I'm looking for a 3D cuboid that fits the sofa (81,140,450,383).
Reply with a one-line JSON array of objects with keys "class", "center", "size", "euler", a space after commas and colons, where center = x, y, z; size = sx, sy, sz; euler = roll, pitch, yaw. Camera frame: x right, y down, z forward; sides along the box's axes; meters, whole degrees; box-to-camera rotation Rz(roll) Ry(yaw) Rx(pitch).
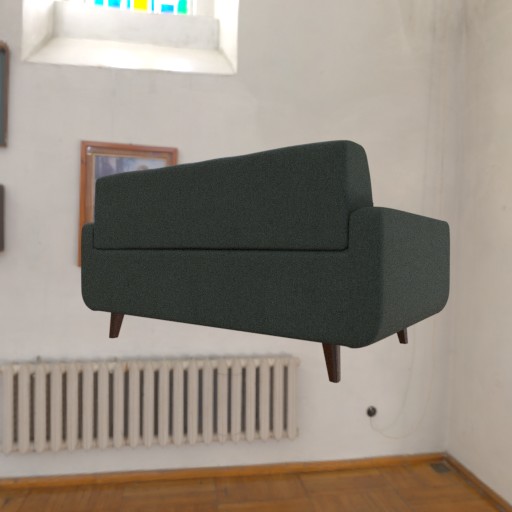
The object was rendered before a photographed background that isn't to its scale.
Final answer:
[{"class": "sofa", "center": [0.000, 0.000, 2.209], "size": [1.631, 0.841, 0.909], "euler": [1, 2, 36]}]
